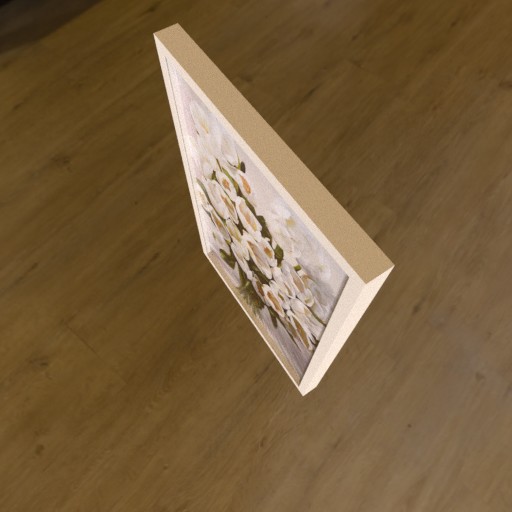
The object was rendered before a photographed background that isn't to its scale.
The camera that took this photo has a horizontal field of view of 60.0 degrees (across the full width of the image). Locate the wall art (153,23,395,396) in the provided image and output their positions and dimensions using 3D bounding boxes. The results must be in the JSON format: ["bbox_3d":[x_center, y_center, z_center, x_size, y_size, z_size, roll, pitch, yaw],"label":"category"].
[{"bbox_3d":[0.000,0.000,0.822,0.038,0.657,0.450,-31,67,-14],"label":"wall art"}]
